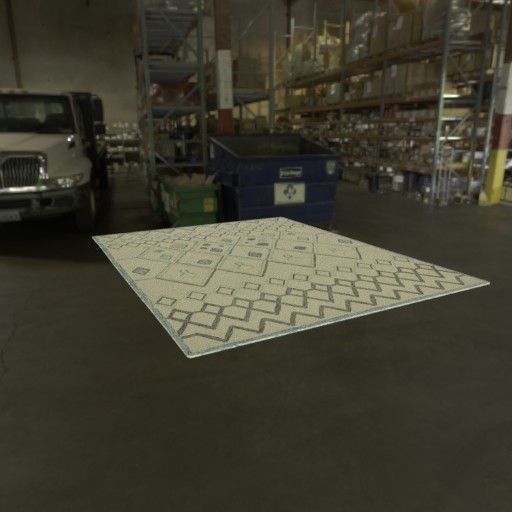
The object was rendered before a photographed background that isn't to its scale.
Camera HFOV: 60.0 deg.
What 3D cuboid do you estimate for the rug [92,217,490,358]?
[{"bbox_3d":[0.000,0.000,4.125,2.441,0.013,3.056,-8,18,-27],"label":"rug"}]
